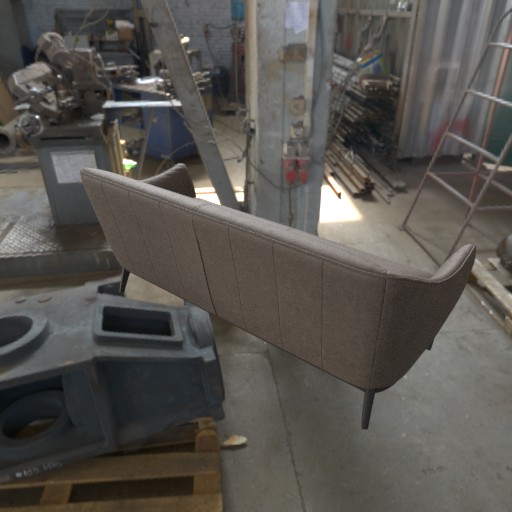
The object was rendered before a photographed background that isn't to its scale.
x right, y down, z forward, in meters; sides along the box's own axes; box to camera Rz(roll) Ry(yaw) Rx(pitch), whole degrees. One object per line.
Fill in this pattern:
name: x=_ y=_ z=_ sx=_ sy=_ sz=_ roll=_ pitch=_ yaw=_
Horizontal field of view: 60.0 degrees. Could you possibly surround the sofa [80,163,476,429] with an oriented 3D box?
sofa: x=0.000 y=0.000 z=2.330 sx=1.928 sy=0.831 sz=0.869 roll=21 pitch=36 yaw=32
